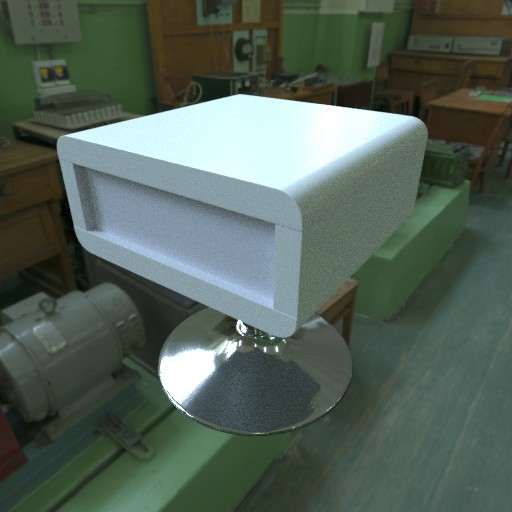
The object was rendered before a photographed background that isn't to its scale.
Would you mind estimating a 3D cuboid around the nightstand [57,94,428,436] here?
[{"bbox_3d":[0.000,0.000,0.762,0.399,0.447,0.404,19,35,30],"label":"nightstand"}]
